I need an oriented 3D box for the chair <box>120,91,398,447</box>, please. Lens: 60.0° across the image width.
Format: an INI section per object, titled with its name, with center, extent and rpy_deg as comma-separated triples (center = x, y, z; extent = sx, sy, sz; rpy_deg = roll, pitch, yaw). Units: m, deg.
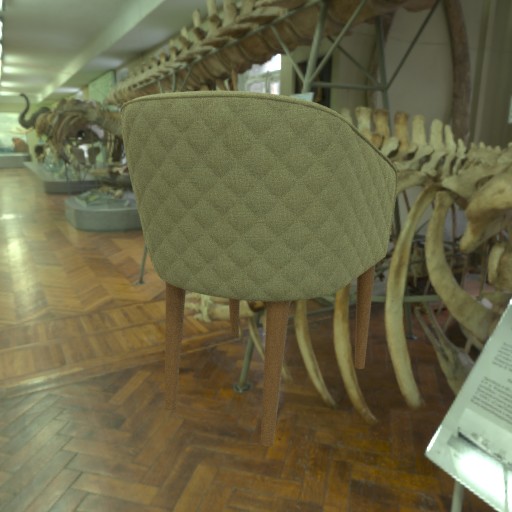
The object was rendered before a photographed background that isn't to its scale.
[chair]
center = 0.000, 0.000, 1.178
extent = 0.584, 0.775, 0.616
rpy_deg = 8, 17, 29
